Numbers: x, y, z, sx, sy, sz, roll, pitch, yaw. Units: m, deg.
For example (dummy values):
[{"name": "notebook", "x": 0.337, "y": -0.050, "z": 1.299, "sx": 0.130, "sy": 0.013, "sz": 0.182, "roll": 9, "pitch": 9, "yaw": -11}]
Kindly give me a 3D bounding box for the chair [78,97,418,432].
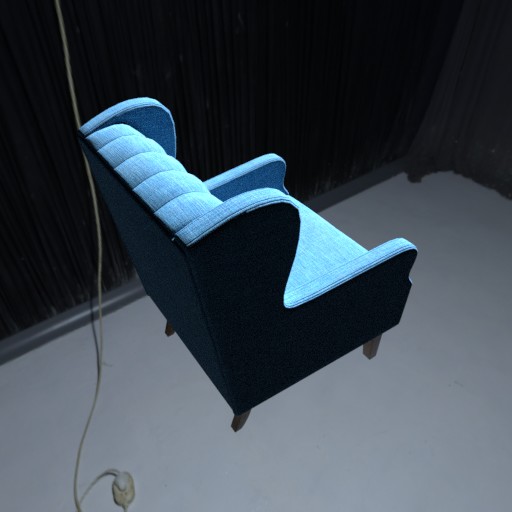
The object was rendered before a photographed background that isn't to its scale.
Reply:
[{"name": "chair", "x": 0.000, "y": 0.000, "z": 1.471, "sx": 0.775, "sy": 0.952, "sz": 0.711, "roll": -25, "pitch": 47, "yaw": -26}]
